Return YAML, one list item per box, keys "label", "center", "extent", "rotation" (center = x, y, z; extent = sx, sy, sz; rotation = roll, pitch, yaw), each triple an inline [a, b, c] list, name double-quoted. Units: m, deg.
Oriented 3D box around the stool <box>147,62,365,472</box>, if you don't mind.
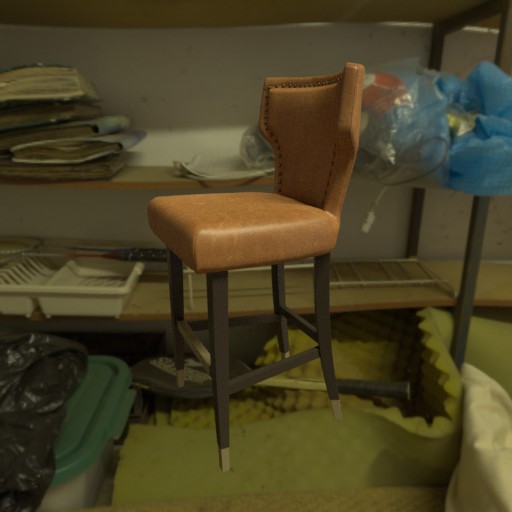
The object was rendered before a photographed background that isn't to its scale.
- label: "stool"
  center: [0.000, 0.000, 1.392]
  extent: [0.563, 1.092, 0.526]
  rotation: [-8, 18, -24]
